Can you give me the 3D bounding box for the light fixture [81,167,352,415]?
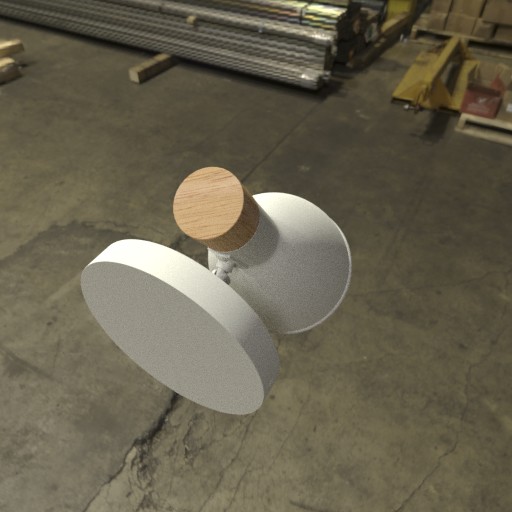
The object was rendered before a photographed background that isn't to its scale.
[{"bbox_3d":[0.000,0.000,0.333,0.127,0.199,0.209,22,50,20],"label":"light fixture"}]
